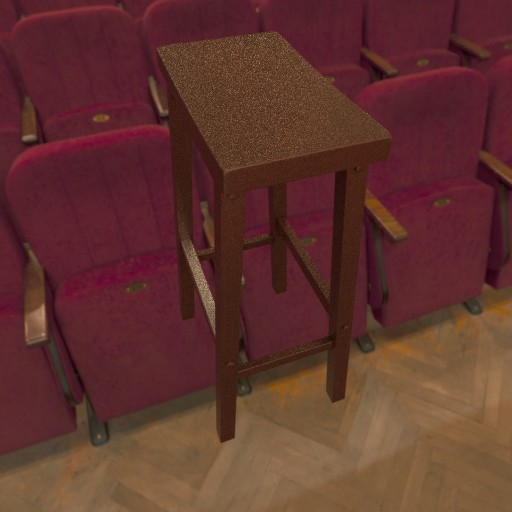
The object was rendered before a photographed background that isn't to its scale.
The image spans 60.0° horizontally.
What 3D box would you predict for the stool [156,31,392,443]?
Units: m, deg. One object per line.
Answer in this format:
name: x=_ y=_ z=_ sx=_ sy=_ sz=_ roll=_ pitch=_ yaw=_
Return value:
stool: x=0.000 y=0.000 z=0.936 sx=0.322 sy=0.742 sz=0.406 roll=-15 pitch=47 yaw=-14
